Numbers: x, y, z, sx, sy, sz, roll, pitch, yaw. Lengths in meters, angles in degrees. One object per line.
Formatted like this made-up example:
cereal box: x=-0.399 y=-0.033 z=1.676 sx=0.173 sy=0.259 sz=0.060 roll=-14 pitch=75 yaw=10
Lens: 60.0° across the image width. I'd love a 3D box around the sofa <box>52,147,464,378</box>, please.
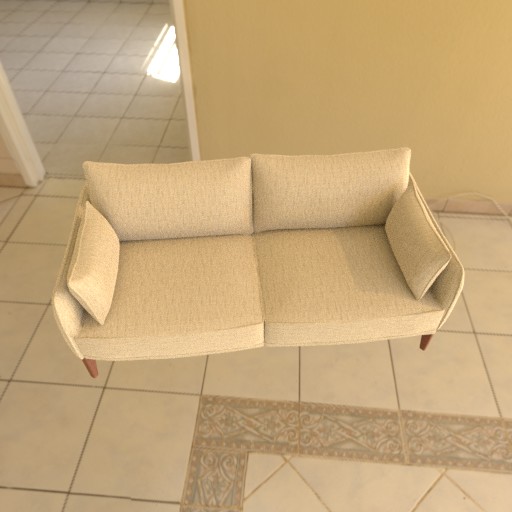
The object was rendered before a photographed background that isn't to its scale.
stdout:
sofa: x=0.000 y=0.000 z=2.473 sx=1.989 sy=0.860 sz=0.991 roll=-4 pitch=47 yaw=-4
